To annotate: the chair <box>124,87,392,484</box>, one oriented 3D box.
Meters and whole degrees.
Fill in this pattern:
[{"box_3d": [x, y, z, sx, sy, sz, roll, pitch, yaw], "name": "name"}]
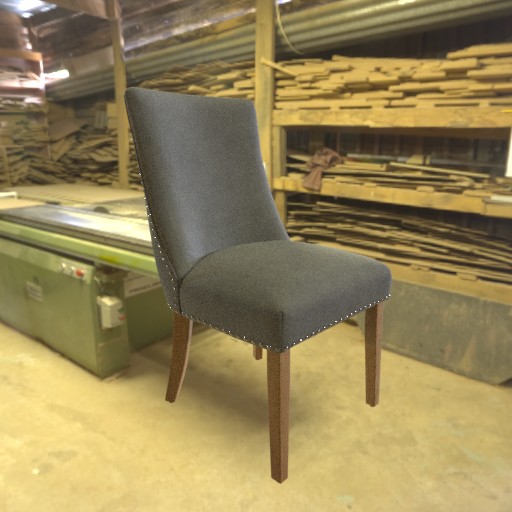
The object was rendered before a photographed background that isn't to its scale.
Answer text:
[{"box_3d": [0.000, 0.000, 1.251, 0.610, 0.902, 0.495, 13, 19, 42], "name": "chair"}]
